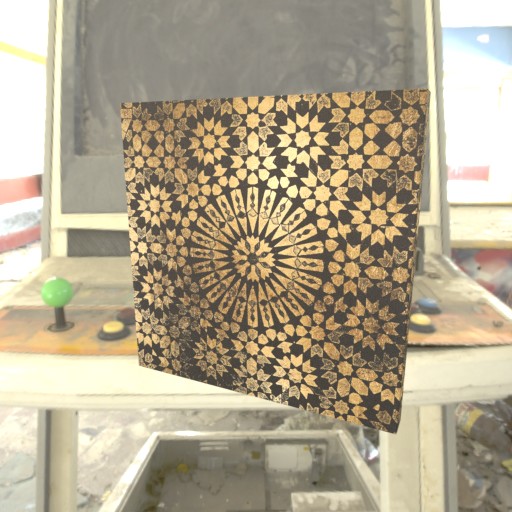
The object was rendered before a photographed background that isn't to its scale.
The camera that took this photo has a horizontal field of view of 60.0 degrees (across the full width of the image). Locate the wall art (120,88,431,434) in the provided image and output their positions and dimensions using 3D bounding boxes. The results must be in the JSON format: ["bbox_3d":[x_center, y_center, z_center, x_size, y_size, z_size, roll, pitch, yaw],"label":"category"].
[{"bbox_3d":[0.000,0.000,0.601,0.405,0.405,0.038,7,16,25],"label":"wall art"}]
